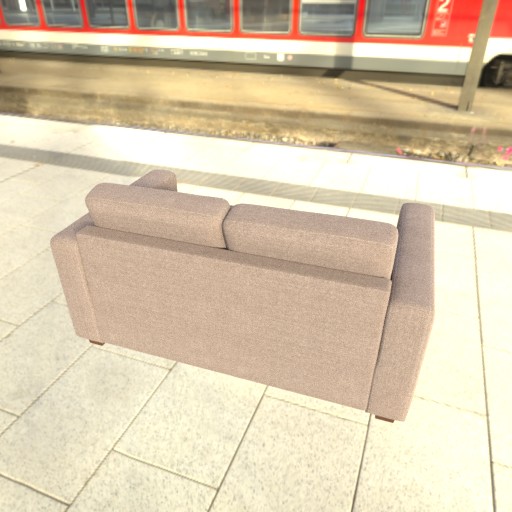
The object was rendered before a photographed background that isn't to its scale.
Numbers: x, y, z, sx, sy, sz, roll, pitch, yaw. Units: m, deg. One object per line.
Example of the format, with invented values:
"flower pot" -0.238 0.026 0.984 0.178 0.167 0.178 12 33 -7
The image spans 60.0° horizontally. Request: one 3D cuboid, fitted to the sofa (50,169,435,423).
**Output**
"sofa" 0.000 0.000 2.057 1.520 0.800 0.900 10 33 16
